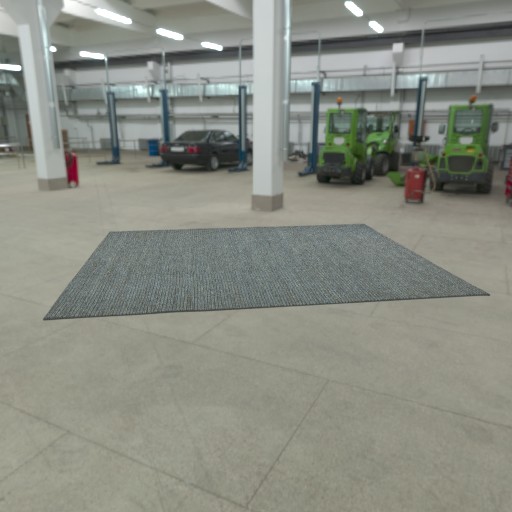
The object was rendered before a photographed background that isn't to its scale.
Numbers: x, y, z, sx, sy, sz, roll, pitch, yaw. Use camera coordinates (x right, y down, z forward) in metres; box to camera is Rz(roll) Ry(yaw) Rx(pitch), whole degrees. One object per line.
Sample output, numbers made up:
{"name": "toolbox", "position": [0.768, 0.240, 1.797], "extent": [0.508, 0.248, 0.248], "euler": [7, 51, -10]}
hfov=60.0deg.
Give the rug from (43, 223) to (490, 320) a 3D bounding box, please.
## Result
{"name": "rug", "position": [0.000, 0.000, 4.143], "extent": [3.068, 0.021, 2.456], "euler": [-2, 16, -8]}
